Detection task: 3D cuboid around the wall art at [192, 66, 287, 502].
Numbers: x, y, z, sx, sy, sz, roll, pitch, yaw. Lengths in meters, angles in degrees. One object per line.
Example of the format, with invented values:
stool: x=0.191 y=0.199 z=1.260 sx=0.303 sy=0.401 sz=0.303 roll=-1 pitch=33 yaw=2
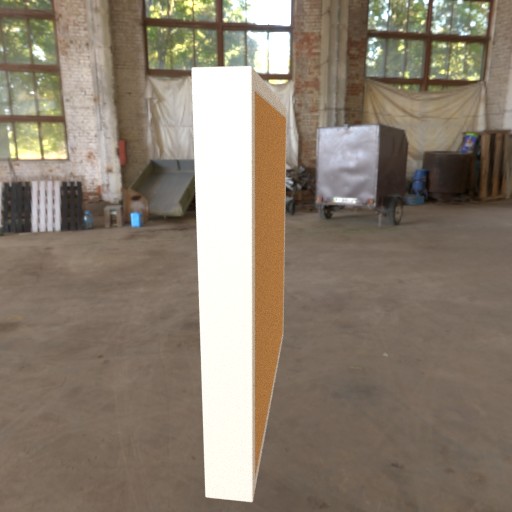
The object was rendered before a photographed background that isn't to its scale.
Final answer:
wall art: x=0.000 y=0.000 z=0.445 sx=0.037 sy=0.305 sz=0.305 roll=2 pitch=14 yaw=7
